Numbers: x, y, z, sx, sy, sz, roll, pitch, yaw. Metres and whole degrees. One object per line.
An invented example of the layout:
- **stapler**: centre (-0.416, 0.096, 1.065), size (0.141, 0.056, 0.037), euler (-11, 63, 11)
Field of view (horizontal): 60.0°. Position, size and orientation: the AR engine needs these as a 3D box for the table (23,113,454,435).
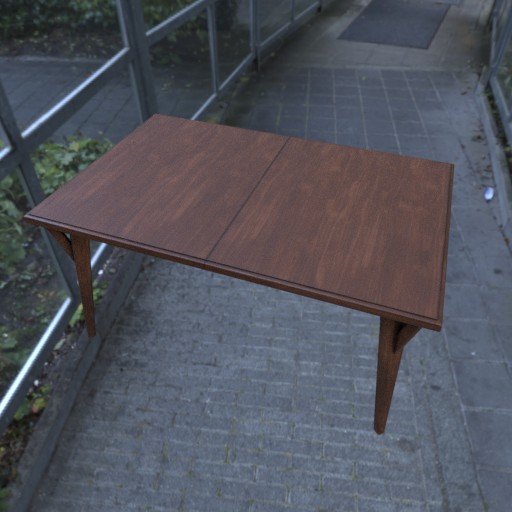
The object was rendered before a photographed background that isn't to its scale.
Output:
- **table**: centre (0.000, 0.000, 2.081), size (1.524, 0.761, 0.990), euler (14, 43, 15)
